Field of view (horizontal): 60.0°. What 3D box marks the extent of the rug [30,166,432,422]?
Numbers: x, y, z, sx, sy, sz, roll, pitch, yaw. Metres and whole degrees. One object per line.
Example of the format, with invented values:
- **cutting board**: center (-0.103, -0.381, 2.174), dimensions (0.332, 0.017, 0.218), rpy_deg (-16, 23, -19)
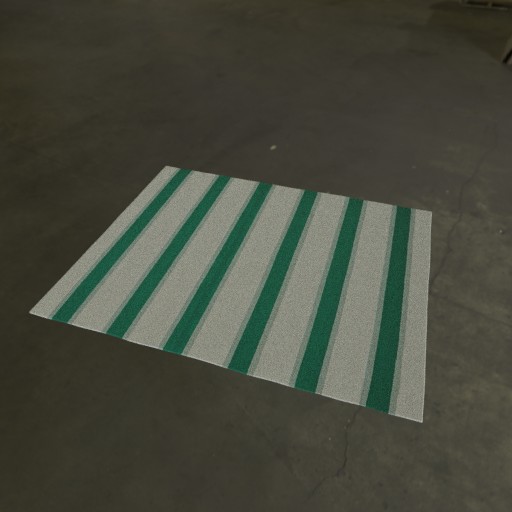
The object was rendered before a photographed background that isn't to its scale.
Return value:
- **rug**: center (0.000, 0.000, 4.065), dimensions (3.041, 0.019, 2.434), rpy_deg (12, 43, 13)
